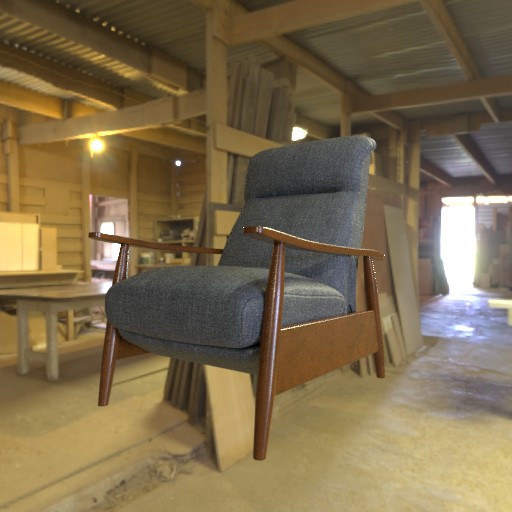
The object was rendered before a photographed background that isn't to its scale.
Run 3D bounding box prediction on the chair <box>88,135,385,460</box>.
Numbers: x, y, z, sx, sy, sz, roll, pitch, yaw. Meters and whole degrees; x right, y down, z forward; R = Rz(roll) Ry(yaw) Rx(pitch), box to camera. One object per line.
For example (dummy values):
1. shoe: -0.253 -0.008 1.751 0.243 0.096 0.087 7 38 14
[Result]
1. chair: 0.000 0.000 1.788 0.762 1.082 1.030 1 1 36
